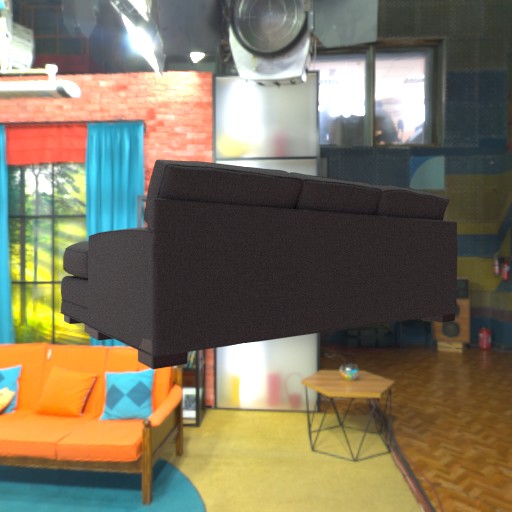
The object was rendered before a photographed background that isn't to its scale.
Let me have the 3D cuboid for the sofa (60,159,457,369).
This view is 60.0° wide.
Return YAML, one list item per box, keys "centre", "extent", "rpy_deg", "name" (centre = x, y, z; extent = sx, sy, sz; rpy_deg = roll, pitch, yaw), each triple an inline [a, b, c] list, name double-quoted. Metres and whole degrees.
- centre: [0.000, 0.000, 3.274]
  extent: [2.370, 0.973, 1.790]
  rpy_deg: [0, 0, -36]
  name: "sofa"
